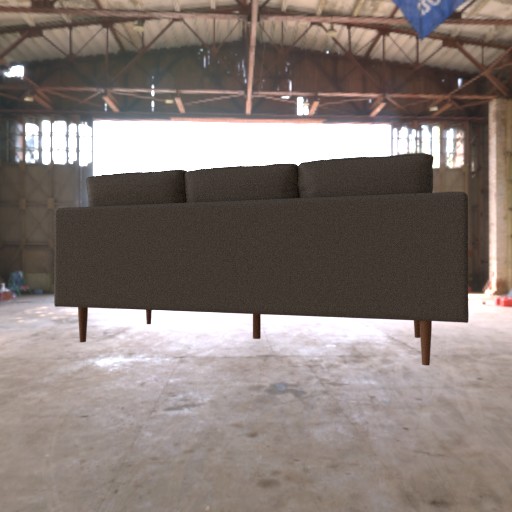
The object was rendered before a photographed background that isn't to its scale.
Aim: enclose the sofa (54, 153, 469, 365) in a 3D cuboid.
[{"bbox_3d":[0.000,0.000,2.442,2.029,0.912,0.802,0,0,17],"label":"sofa"}]
